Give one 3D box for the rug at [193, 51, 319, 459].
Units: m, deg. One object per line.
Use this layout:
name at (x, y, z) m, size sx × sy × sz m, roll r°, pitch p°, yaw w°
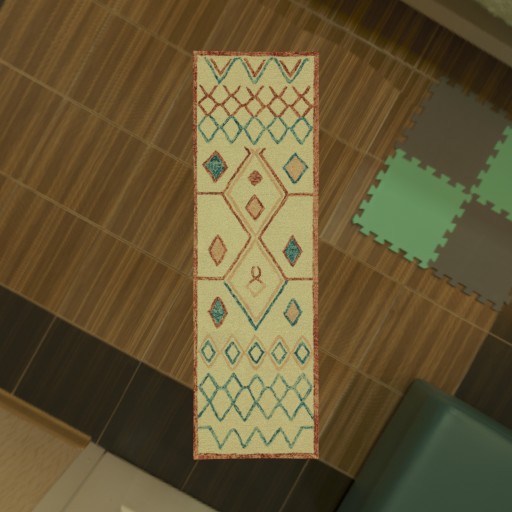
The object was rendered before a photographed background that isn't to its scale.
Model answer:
rug at (0.000, 0.000, 2.648) m, size 0.750 × 0.011 × 2.435 m, roll 0°, pitch 90°, yaw -1°
